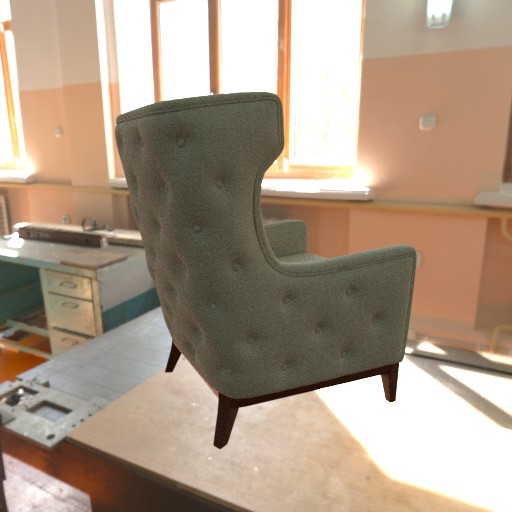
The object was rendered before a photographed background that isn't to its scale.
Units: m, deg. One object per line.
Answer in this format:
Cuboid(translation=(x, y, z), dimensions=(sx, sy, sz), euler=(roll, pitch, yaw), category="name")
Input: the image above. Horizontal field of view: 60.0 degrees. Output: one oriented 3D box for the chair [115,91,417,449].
Cuboid(translation=(0.000, 0.000, 1.659), dimensions=(0.899, 1.079, 0.778), euler=(-7, 15, -27), category="chair")
